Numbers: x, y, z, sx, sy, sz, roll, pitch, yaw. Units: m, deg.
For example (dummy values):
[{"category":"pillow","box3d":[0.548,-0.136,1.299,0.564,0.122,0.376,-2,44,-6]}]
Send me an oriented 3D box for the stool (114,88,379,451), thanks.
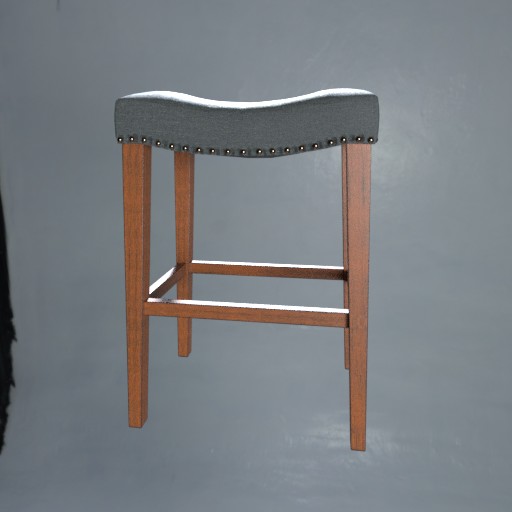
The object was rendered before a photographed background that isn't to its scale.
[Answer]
[{"category":"stool","box3d":[0.000,0.000,0.886,0.439,0.612,0.320,2,15,9]}]
